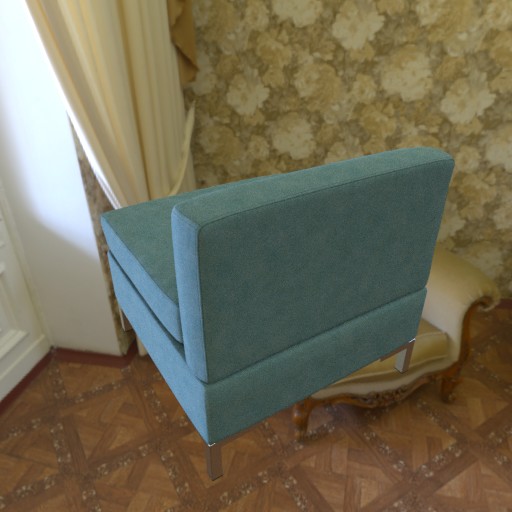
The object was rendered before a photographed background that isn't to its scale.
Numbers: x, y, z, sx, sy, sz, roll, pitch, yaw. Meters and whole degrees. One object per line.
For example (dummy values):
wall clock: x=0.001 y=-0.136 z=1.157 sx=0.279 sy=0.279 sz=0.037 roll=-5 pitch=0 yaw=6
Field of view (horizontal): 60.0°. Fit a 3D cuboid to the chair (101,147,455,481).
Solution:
chair: x=0.000 y=0.000 z=1.235 sx=0.684 sy=0.660 sz=0.685 roll=-18 pitch=34 yaw=-28
